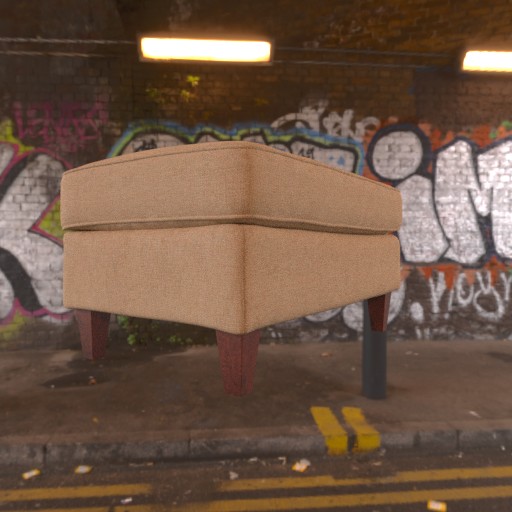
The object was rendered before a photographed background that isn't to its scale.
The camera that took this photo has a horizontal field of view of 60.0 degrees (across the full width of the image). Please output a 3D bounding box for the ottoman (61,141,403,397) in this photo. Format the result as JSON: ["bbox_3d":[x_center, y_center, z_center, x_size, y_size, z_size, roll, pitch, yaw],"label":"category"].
[{"bbox_3d":[0.000,0.000,1.243,0.583,0.484,0.862,1,2,35],"label":"ottoman"}]
